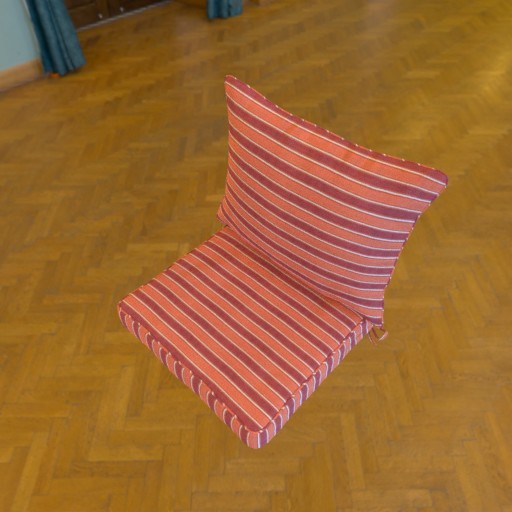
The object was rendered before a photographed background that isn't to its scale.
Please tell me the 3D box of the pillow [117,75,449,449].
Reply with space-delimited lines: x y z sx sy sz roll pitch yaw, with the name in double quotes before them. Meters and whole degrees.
"pillow" 0.000 0.000 1.393 0.799 0.723 0.733 35 56 27
